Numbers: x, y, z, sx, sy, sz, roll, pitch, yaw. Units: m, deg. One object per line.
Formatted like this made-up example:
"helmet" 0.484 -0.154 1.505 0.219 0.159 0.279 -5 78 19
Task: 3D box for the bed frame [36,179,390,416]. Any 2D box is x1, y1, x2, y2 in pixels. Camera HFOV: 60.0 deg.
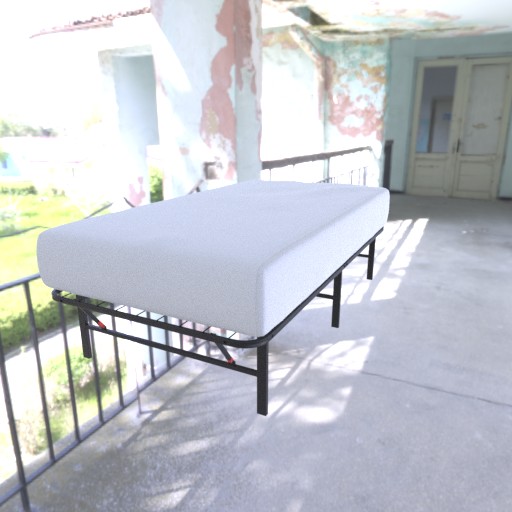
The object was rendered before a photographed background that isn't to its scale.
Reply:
"bed frame" 0.000 0.000 2.398 1.025 0.640 1.908 8 19 26
